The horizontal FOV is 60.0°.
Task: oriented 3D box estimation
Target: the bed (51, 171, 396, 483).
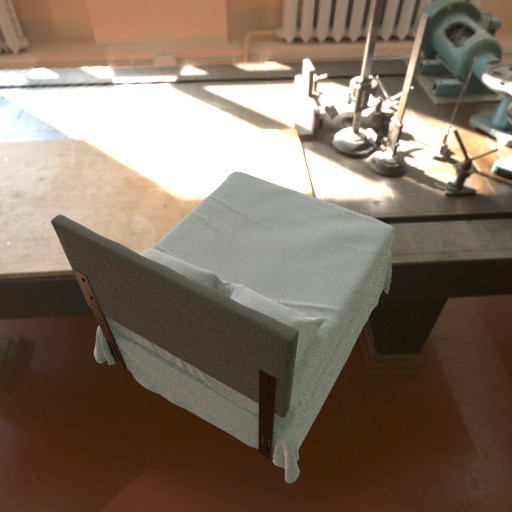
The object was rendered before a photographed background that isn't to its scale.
[{"bbox_3d":[0.000,0.000,3.491,1.936,1.577,2.222,24,51,21],"label":"bed"}]
